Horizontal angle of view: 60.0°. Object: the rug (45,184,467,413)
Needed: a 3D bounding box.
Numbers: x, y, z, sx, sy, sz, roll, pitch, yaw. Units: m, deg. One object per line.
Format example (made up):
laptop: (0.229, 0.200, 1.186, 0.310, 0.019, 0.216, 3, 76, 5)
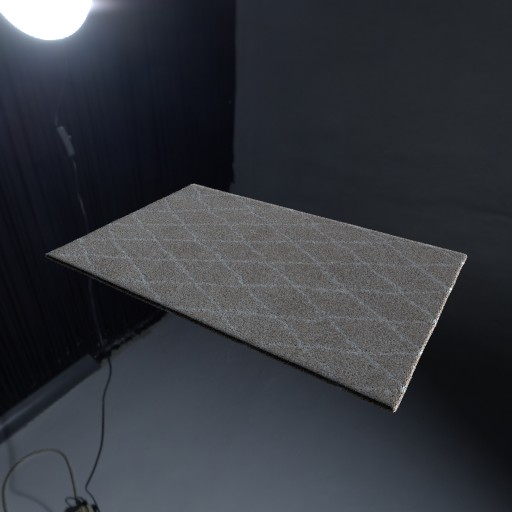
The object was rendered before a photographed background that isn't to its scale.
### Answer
rug: (0.000, 0.000, 3.421, 2.743, 0.030, 1.778, 18, 35, 28)
